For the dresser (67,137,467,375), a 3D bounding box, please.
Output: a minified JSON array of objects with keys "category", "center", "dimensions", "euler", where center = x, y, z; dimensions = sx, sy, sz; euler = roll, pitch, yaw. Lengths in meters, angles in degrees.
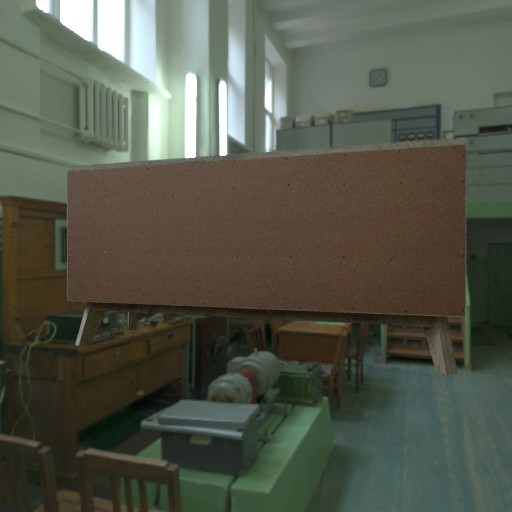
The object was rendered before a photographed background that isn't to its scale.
[{"category":"dresser","center":[0.000,0.000,1.922],"dimensions":[1.602,0.788,0.455],"euler":[0,1,18]}]
